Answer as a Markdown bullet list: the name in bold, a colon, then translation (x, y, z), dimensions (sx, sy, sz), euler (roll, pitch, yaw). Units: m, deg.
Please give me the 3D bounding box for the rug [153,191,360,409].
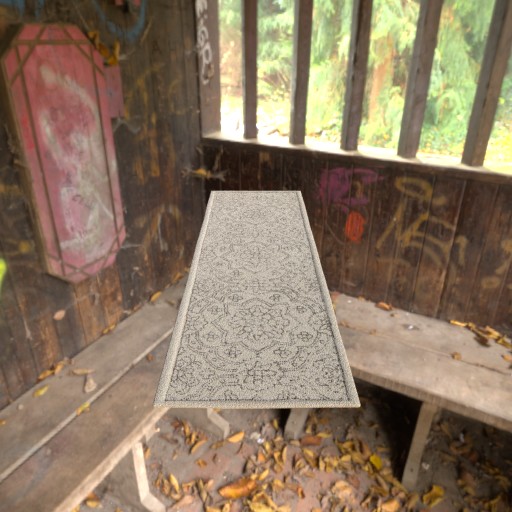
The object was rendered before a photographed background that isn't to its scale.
- **rug**: translation (0.000, 0.000, 2.711), dimensions (0.769, 0.012, 2.448), euler (0, 27, 0)
